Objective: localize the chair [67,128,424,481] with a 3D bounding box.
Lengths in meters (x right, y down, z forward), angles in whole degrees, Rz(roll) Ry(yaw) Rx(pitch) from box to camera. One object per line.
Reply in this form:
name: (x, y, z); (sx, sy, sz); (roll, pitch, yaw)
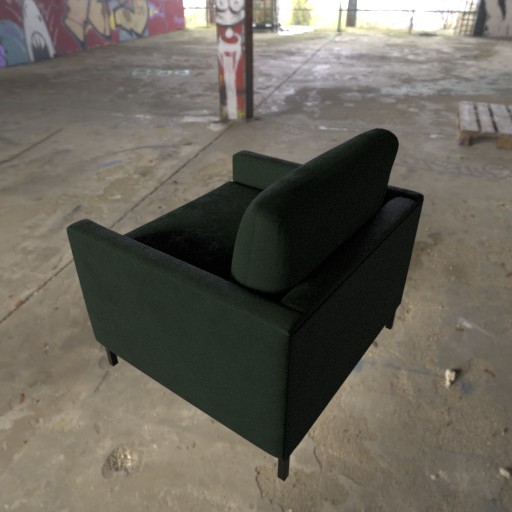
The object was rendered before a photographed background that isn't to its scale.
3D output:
chair: (0.000, 0.000, 1.617); (0.866, 0.861, 0.963); (21, 38, 30)
